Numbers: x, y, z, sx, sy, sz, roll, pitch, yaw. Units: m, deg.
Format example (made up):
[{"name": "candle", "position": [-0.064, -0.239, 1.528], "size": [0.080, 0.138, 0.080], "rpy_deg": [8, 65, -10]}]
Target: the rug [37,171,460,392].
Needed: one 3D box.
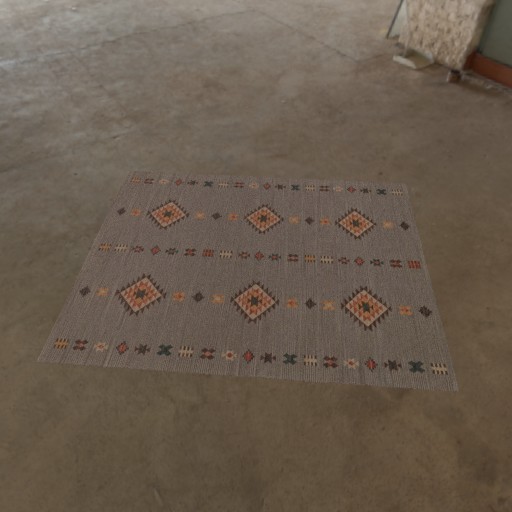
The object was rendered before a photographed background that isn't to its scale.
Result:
[{"name": "rug", "position": [0.000, 0.000, 4.011], "size": [3.035, 0.008, 2.425], "rpy_deg": [3, 46, 3]}]
